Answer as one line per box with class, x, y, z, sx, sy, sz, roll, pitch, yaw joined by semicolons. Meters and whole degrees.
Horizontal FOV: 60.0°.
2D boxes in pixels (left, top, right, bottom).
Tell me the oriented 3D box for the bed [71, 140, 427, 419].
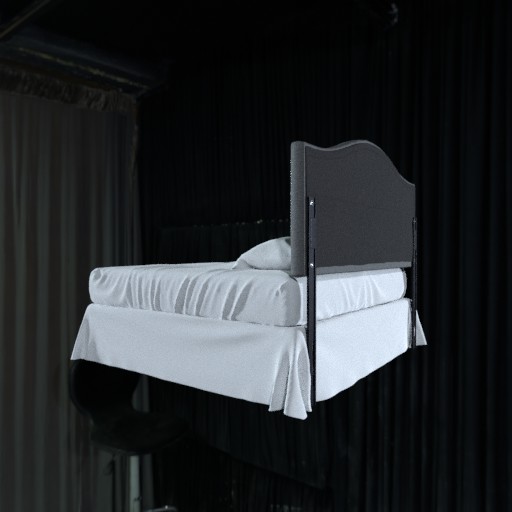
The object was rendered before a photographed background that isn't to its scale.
bed;0.000;0.000;3.792;2.219;1.651;2.314;0;1;37
